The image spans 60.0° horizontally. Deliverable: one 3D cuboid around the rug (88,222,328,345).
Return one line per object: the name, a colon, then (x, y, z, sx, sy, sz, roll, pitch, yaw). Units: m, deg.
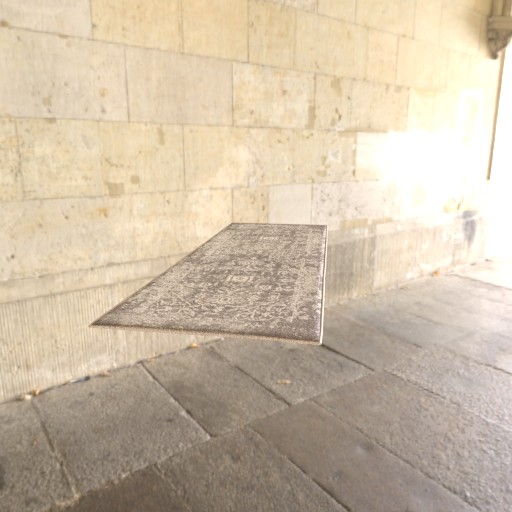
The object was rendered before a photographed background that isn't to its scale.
rug: (0.000, 0.000, 2.717, 0.855, 0.017, 2.452, 2, 13, 9)
